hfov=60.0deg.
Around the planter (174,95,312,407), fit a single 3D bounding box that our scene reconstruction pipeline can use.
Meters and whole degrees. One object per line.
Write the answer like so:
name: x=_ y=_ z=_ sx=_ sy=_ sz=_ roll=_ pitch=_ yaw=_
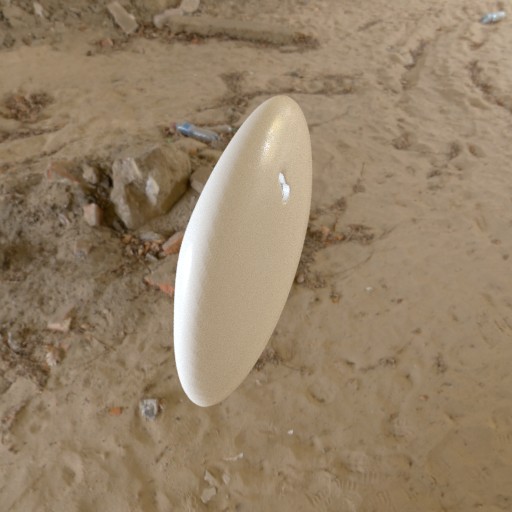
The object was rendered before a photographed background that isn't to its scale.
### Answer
planter: x=0.000 y=0.000 z=0.275 sx=0.043 sy=0.188 sz=0.185 roll=16 pitch=48 yaw=15
